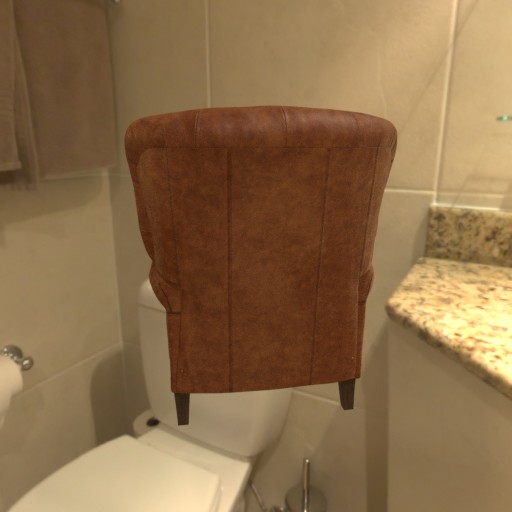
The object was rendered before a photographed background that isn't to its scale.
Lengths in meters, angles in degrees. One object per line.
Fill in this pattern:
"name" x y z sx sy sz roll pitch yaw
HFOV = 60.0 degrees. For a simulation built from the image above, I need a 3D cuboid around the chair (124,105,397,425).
"chair" 0.000 0.000 1.888 0.951 1.164 1.059 -2 15 -8
